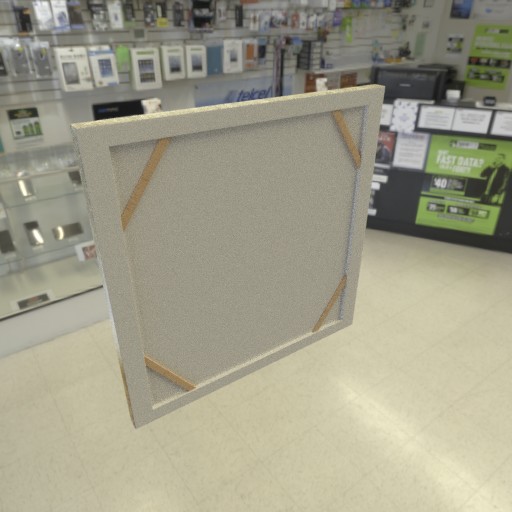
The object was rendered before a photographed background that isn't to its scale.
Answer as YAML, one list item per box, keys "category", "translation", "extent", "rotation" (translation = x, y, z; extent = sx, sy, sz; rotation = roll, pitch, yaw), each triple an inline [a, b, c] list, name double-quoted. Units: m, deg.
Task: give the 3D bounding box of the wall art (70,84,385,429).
- category: "wall art"
  translation: [0.000, 0.000, 1.630]
  extent: [1.092, 1.091, 0.051]
  rotation: [-19, 35, -29]
